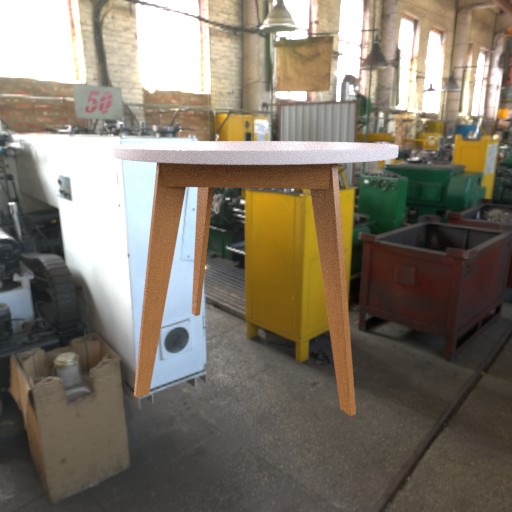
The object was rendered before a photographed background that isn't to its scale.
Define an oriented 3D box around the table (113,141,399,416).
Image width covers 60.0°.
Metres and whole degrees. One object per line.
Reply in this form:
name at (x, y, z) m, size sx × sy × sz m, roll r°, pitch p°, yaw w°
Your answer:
table at (0.000, 0.000, 1.560) m, size 0.896 × 0.762 × 0.896 m, roll 0°, pitch 16°, yaw 0°
